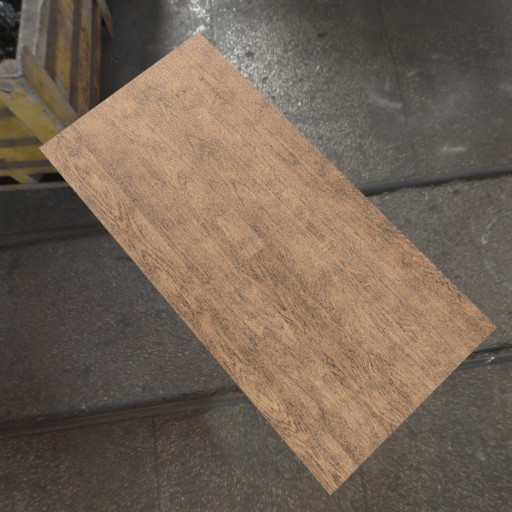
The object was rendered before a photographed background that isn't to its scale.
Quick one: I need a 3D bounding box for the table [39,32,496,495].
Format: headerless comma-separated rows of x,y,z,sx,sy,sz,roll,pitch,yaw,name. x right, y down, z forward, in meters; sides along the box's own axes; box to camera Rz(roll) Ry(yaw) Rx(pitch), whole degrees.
0.000,0.000,2.180,0.893,0.767,1.805,-41,79,-9,table
